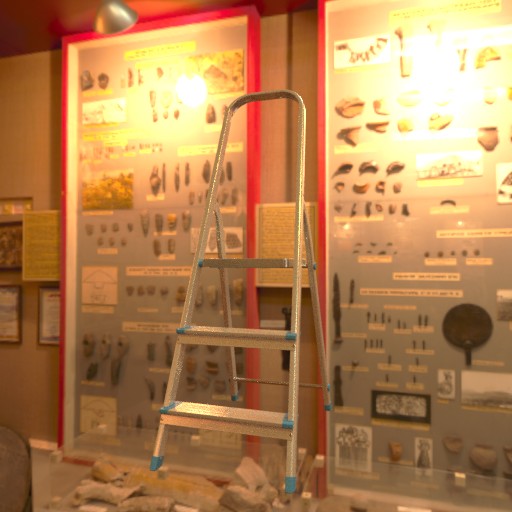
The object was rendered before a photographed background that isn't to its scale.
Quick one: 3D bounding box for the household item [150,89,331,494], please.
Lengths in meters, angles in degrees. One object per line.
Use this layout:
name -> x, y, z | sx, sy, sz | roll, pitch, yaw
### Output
household item -> 0.000, 0.000, 1.520 | 0.420, 1.215, 0.687 | 0, -1, 18
